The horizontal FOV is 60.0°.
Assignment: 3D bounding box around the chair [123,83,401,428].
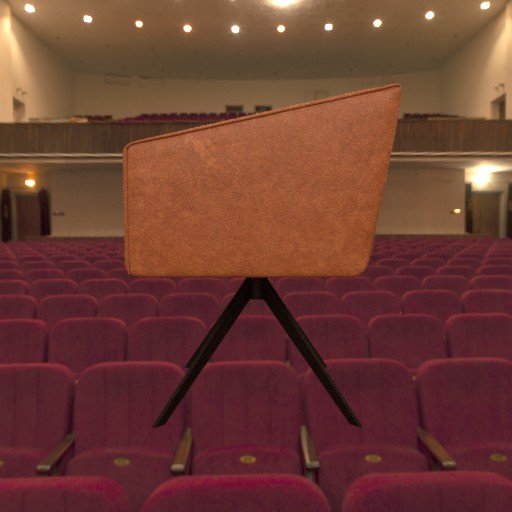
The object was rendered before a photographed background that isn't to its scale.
[{"bbox_3d":[0.000,0.000,1.234,0.625,0.760,0.588,0,2,0],"label":"chair"}]
